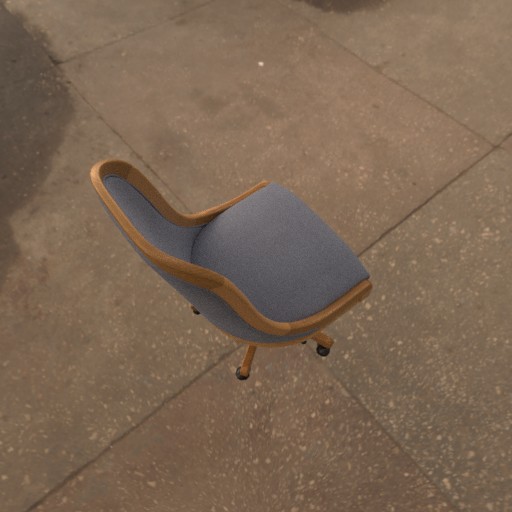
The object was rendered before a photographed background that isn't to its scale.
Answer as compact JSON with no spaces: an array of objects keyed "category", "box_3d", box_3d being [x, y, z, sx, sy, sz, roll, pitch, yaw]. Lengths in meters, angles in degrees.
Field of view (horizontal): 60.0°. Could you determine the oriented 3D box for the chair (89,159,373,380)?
[{"category":"chair","box_3d":[0.000,0.000,1.449,0.735,1.031,0.605,-32,63,-19]}]
